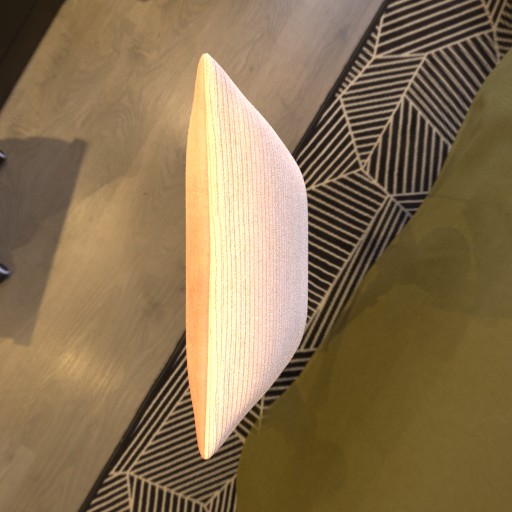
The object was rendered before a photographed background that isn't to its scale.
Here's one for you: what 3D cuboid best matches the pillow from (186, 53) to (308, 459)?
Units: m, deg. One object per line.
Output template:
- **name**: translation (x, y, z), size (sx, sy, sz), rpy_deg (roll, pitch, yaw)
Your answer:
- **pillow**: translation (0.000, 0.000, 0.659), size (0.177, 0.401, 0.424), rpy_deg (0, 91, -1)
